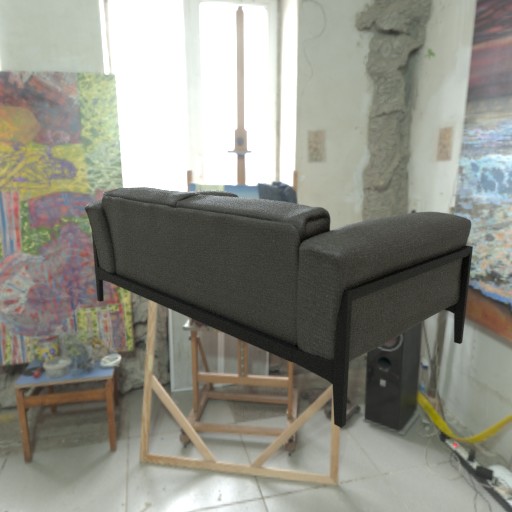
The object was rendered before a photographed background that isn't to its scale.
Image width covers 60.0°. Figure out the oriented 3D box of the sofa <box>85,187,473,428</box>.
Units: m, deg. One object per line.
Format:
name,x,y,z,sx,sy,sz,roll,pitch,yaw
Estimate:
sofa,0.000,0.000,2.154,0.960,0.656,1.690,-12,18,-43
